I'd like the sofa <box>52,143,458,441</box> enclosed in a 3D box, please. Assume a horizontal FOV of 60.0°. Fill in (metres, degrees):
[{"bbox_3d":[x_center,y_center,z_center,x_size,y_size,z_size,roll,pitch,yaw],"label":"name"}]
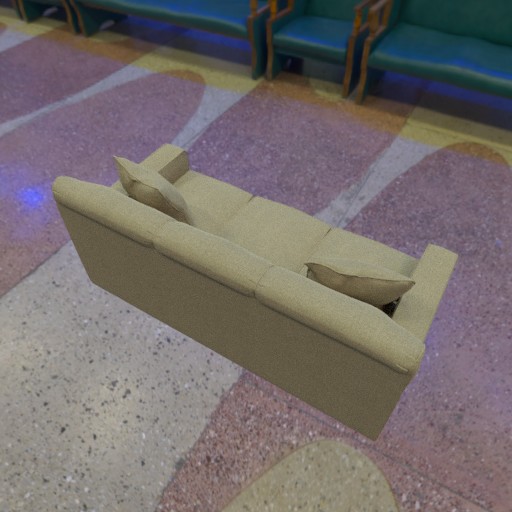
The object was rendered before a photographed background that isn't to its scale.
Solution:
[{"bbox_3d":[0.000,0.000,2.592,2.024,0.958,0.997,24,53,20],"label":"sofa"}]
